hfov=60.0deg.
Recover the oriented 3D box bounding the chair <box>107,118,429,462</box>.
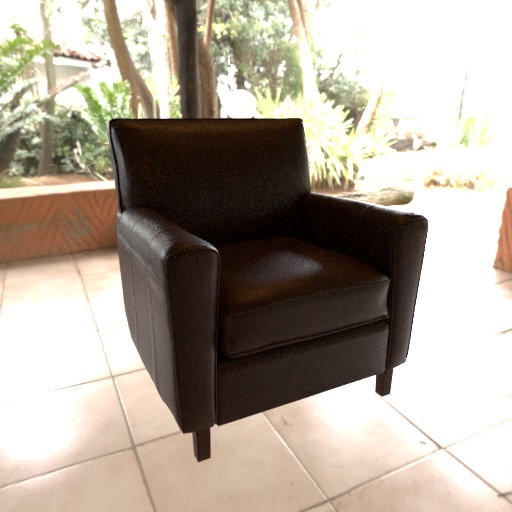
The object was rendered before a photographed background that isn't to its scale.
[{"bbox_3d":[0.000,0.000,1.591,0.870,0.943,0.823,-9,20,-25],"label":"chair"}]
